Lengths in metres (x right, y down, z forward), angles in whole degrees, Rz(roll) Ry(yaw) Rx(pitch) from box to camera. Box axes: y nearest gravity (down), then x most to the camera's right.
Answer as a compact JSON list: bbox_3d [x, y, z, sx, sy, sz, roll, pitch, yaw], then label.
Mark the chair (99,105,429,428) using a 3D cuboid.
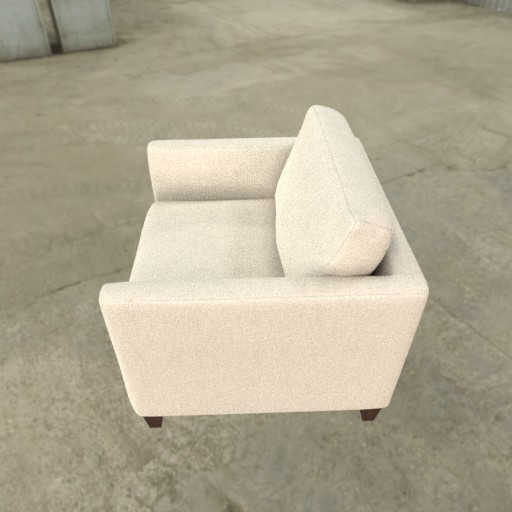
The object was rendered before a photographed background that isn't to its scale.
[{"bbox_3d":[0.000,0.000,1.741,0.959,0.919,0.996,-1,41,-2],"label":"chair"}]
